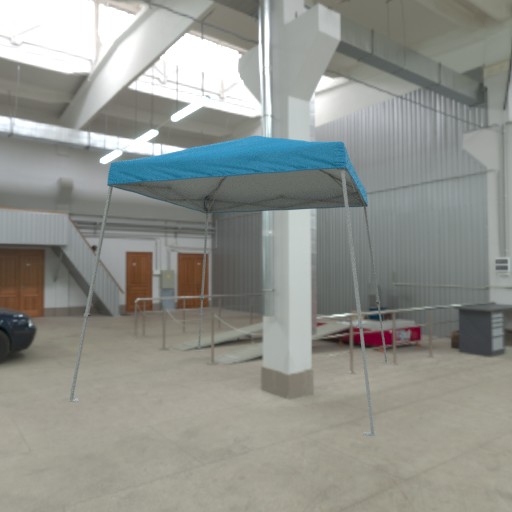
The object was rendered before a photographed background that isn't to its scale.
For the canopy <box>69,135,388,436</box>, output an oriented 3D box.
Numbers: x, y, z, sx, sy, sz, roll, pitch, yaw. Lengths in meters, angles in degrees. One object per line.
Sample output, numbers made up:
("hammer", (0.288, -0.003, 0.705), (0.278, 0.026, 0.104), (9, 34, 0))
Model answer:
("canopy", (0.000, 0.000, 6.575), (3.599, 3.600, 3.600), (-1, -2, 18))
